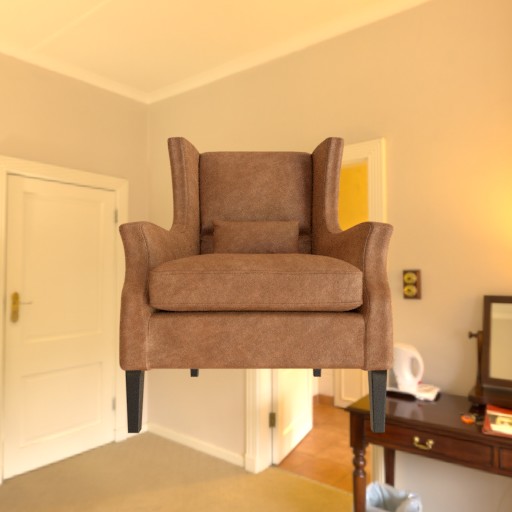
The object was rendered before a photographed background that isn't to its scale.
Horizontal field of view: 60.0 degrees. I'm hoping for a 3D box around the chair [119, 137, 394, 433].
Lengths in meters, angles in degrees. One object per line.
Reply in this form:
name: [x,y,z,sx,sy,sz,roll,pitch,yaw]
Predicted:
chair: [0.000,0.000,1.684,0.853,1.016,0.926,0,-2,0]
